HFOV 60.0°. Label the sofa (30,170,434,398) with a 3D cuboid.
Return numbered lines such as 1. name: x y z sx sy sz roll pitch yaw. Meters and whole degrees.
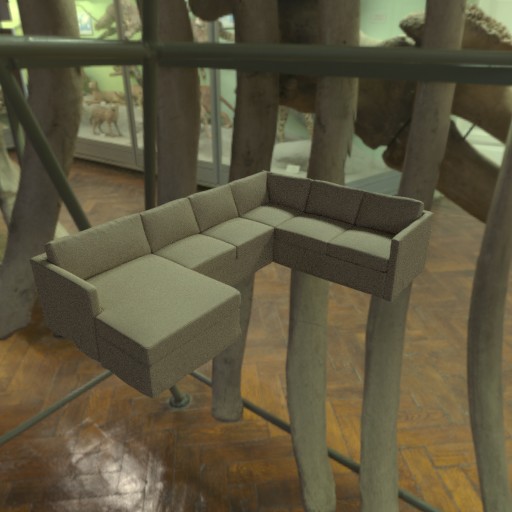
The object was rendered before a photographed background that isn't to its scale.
1. sofa: 0.000 0.000 4.605 2.476 0.878 3.528 19 32 34
